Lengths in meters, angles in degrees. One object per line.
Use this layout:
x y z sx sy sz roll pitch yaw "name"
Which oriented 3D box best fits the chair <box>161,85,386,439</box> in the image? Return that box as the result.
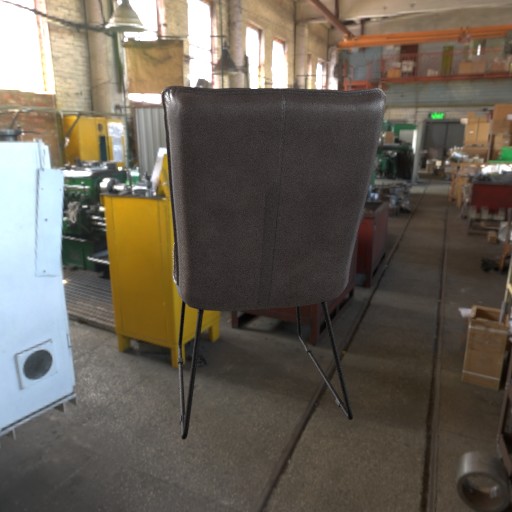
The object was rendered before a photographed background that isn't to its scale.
0.000 0.000 1.374 0.515 0.932 0.688 -3 16 -10 "chair"
